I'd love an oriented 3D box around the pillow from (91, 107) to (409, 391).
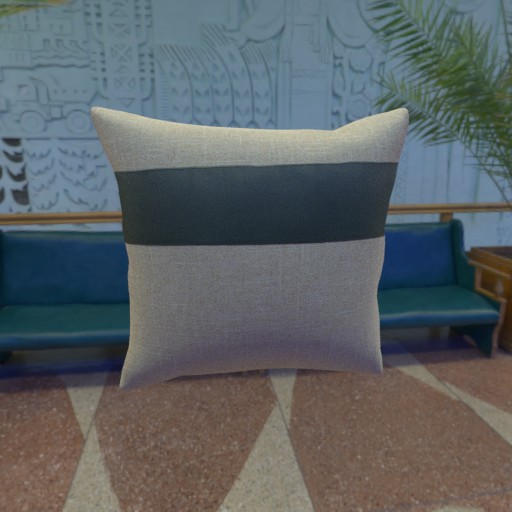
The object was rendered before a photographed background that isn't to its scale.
[{"bbox_3d":[0.000,0.000,0.626,0.414,0.399,0.173,-2,15,-6],"label":"pillow"}]
